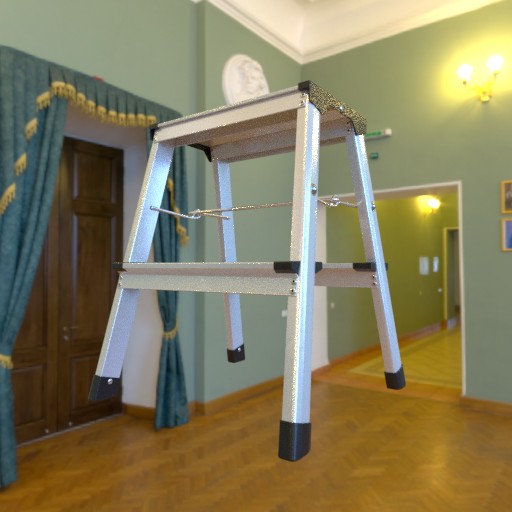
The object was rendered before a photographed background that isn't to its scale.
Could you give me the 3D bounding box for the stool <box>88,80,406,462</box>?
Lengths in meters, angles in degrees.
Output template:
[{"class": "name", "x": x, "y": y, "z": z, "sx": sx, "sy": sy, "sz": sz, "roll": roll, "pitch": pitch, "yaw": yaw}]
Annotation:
[{"class": "stool", "x": 0.000, "y": 0.000, "z": 0.786, "sx": 0.404, "sy": 0.480, "sz": 0.405, "roll": -1, "pitch": -2, "yaw": 36}]
